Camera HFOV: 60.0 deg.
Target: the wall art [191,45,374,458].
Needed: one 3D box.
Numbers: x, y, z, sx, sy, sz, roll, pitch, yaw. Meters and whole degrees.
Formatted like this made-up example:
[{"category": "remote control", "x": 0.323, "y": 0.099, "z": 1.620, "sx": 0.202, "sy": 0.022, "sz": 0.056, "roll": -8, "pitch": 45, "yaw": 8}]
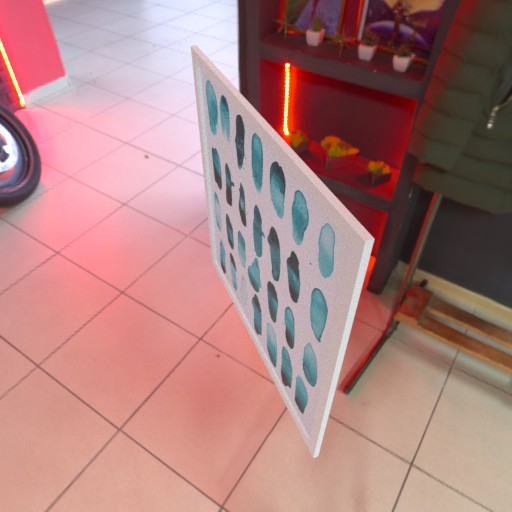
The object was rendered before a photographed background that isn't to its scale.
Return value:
[{"category": "wall art", "x": 0.000, "y": 0.000, "z": 0.666, "sx": 0.009, "sy": 0.457, "sz": 0.456, "roll": -17, "pitch": 48, "yaw": -16}]
